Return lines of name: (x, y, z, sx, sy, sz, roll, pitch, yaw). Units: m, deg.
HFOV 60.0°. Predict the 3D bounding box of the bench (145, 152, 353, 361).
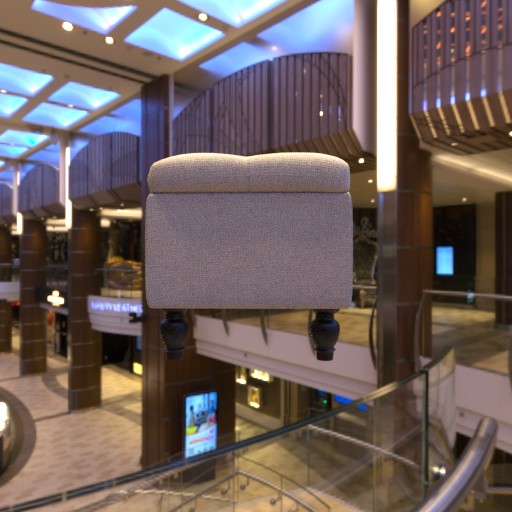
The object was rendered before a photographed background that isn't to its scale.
bench: (0.000, 0.000, 1.688, 0.455, 0.467, 1.480, 0, 0, 1)
